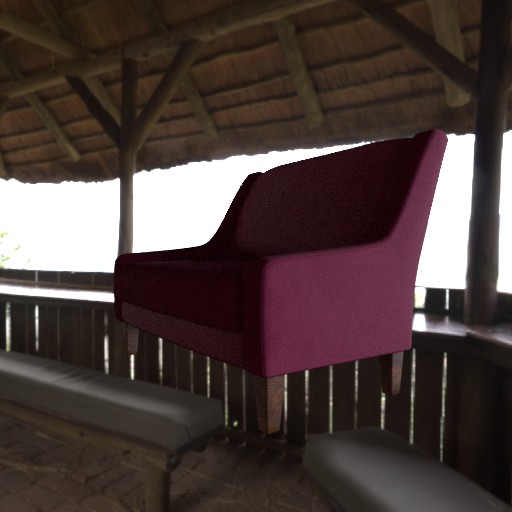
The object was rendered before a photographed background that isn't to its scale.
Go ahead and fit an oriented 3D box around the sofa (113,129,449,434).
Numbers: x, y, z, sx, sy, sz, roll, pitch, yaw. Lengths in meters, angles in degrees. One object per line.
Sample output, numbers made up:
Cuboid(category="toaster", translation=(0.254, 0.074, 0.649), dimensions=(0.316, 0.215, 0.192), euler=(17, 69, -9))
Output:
Cuboid(category="sofa", translation=(0.000, 0.000, 1.924), dimensions=(0.946, 0.976, 1.242), euler=(-1, 1, -36))
